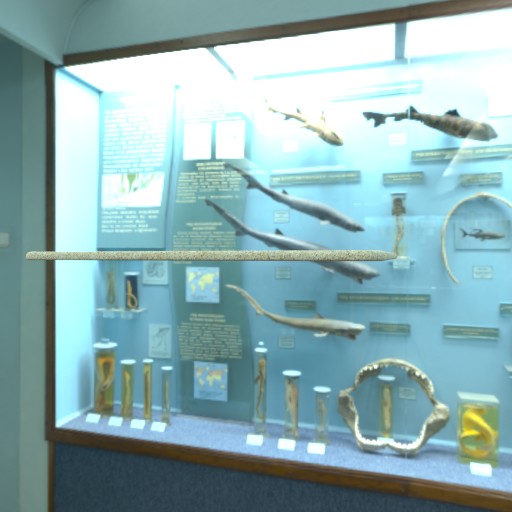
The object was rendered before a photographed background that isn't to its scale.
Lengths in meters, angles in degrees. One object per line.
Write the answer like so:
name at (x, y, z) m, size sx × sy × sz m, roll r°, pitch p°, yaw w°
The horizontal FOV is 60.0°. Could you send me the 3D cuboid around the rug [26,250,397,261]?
rug at (0.000, 0.000, 3.400) m, size 2.009 × 0.048 × 2.528 m, roll 0°, pitch 0°, yaw 19°
